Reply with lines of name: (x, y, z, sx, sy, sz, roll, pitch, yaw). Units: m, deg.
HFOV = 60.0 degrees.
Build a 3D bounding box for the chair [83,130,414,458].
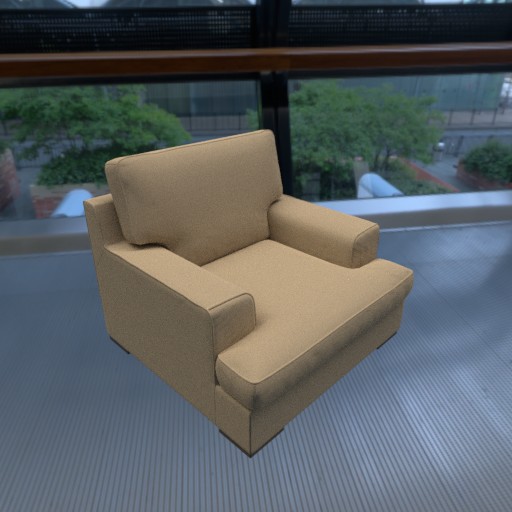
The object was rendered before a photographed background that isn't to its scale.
chair: (0.000, 0.000, 2.179, 1.274, 1.005, 1.293, 19, 32, 33)
